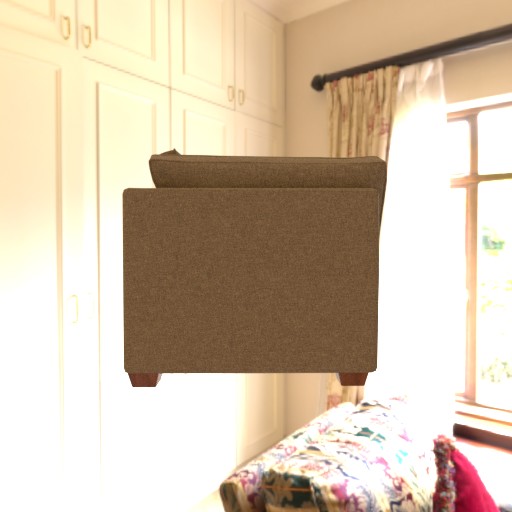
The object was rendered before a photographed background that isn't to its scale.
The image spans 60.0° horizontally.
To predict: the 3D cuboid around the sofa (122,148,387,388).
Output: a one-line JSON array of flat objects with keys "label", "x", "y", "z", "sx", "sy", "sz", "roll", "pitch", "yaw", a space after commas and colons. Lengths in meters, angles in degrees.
[{"label": "sofa", "x": 0.000, "y": 0.000, "z": 2.832, "sx": 1.061, "sy": 0.962, "sz": 2.317, "roll": 0, "pitch": 1, "yaw": 0}]
